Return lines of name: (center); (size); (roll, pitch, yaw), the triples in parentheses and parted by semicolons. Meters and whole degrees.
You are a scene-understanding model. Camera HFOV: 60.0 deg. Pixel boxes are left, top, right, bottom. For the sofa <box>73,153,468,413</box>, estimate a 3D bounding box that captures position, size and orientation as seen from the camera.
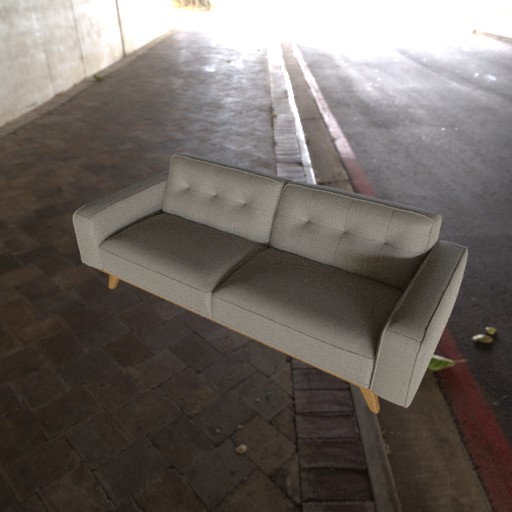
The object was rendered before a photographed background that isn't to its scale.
sofa: (0.000, 0.000, 2.750); (2.270, 0.781, 0.956); (19, 37, 28)
